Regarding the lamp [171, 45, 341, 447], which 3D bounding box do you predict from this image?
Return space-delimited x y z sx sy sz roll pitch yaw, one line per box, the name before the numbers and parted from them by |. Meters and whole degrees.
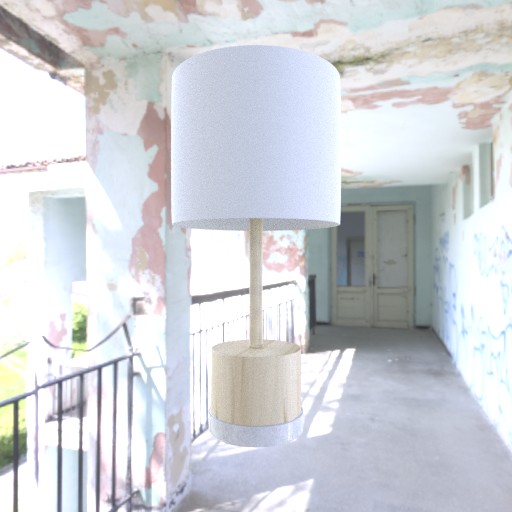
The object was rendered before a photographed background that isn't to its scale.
lamp | 0.000 0.000 0.607 0.229 0.470 0.229 0 0 18
